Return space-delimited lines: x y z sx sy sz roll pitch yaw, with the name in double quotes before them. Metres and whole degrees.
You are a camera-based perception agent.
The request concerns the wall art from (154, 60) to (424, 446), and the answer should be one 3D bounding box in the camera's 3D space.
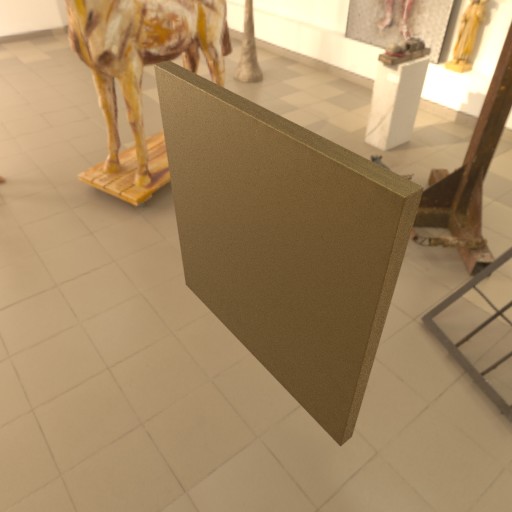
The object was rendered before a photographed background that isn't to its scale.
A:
"wall art" 0.000 0.000 0.749 0.030 0.506 0.503 -27 48 -28
